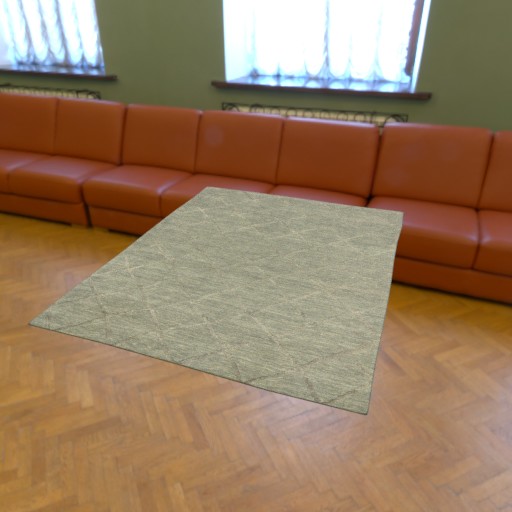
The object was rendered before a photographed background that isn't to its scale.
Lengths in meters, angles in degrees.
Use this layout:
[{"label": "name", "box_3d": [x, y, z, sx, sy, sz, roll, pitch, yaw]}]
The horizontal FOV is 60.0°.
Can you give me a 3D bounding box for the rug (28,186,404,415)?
[{"label": "rug", "box_3d": [0.000, 0.000, 4.077, 2.438, 0.013, 3.048, 10, 31, 17]}]
